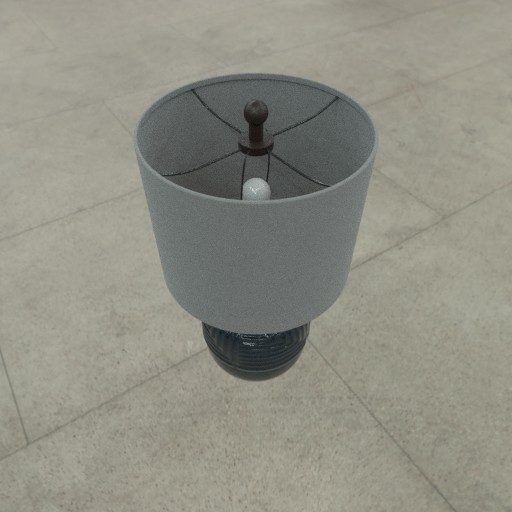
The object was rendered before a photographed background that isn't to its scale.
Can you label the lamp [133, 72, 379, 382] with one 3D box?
[{"bbox_3d":[0.000,0.000,0.764,0.318,0.567,0.318,0,47,0],"label":"lamp"}]
